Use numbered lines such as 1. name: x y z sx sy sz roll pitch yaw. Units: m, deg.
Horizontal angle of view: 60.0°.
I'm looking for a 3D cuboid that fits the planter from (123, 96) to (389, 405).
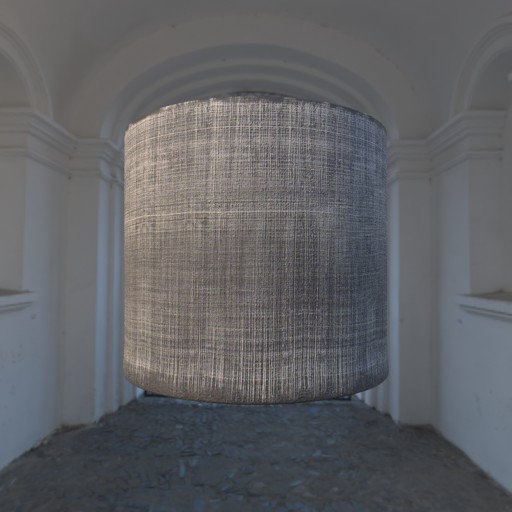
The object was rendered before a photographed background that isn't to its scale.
1. planter: 0.000 0.000 0.311 0.178 0.157 0.178 0 -2 0
